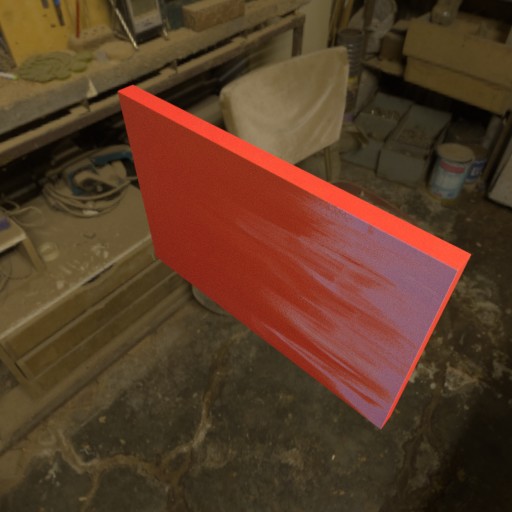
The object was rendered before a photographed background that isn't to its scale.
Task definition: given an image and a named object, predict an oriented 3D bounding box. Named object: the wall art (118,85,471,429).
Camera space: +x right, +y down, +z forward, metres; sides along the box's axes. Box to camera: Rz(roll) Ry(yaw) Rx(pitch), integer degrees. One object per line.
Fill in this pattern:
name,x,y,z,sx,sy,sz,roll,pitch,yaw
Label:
wall art,0.000,0.000,0.762,0.607,0.405,0.033,33,54,28
